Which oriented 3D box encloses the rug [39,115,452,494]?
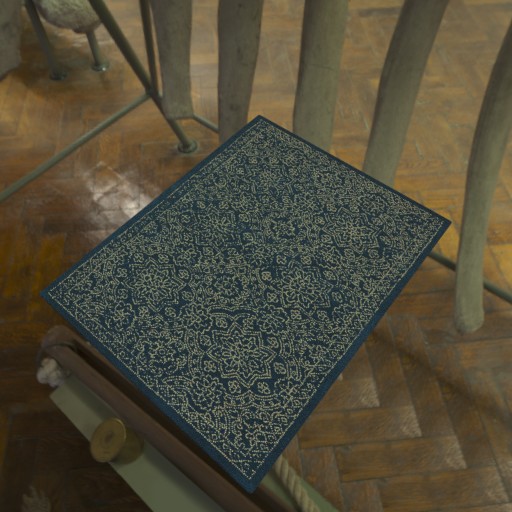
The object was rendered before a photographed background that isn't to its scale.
[{"bbox_3d":[0.000,0.000,4.097,2.438,0.010,3.048,35,64,20],"label":"rug"}]
